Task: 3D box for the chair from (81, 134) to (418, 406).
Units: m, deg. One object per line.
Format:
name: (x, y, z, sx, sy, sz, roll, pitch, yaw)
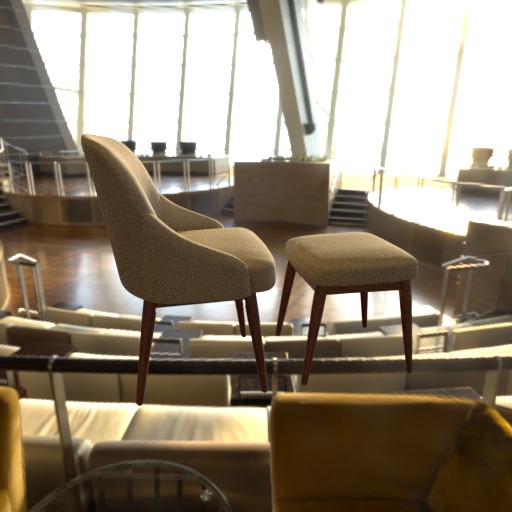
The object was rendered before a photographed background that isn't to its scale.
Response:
chair: (0.000, 0.000, 1.622, 1.114, 0.866, 0.584, -3, 17, -11)
